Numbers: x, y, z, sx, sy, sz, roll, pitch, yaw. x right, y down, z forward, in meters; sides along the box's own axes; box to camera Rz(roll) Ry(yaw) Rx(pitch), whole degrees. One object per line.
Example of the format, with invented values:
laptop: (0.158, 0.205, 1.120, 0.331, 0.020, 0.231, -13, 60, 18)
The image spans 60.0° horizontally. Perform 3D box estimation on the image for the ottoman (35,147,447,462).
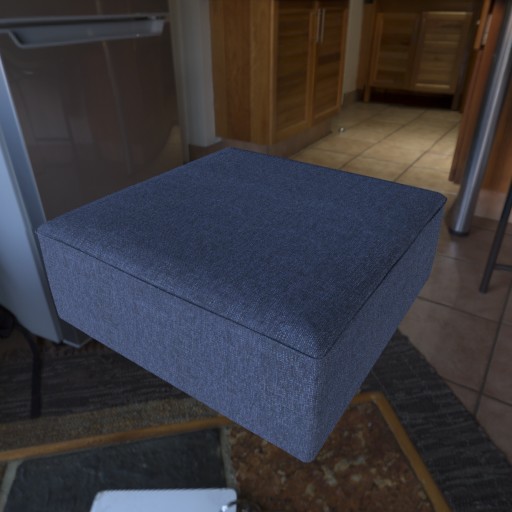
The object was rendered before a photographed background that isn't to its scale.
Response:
ottoman: (0.000, 0.000, 1.566, 1.023, 0.423, 1.017, 20, 36, 30)
